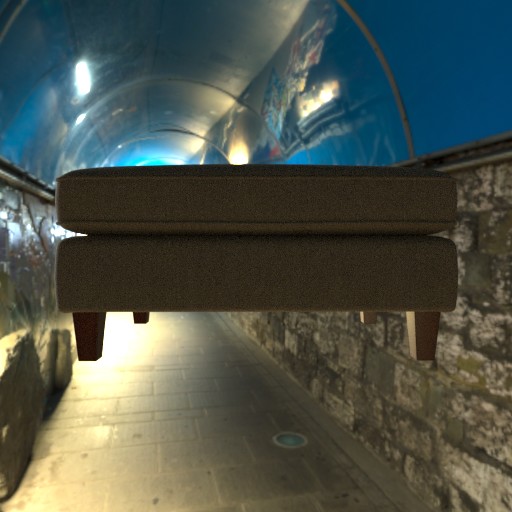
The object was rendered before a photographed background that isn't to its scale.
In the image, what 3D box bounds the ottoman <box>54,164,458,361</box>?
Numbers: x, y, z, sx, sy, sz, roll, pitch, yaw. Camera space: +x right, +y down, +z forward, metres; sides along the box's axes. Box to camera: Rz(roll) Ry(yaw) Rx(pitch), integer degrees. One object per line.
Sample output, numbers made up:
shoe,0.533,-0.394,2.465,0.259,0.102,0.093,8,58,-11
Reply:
ottoman,0.000,0.000,1.300,0.941,0.480,0.636,0,1,-1
